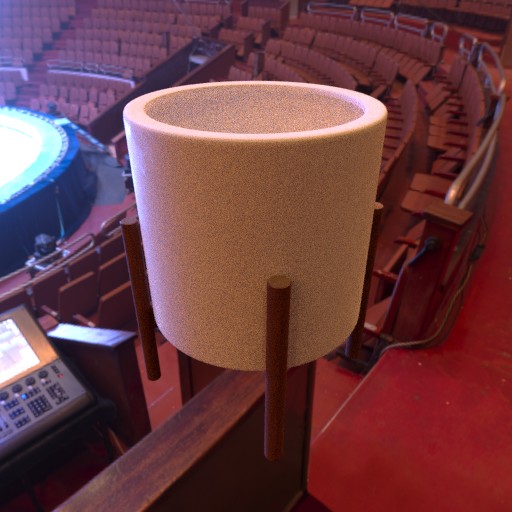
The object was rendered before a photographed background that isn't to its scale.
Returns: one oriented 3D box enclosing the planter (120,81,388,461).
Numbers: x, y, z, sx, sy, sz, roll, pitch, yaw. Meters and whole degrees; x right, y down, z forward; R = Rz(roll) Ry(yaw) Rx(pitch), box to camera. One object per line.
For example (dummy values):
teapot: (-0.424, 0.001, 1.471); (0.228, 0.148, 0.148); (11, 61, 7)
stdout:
planter: (0.000, 0.000, 0.870); (0.420, 0.581, 0.421); (23, 37, 33)
